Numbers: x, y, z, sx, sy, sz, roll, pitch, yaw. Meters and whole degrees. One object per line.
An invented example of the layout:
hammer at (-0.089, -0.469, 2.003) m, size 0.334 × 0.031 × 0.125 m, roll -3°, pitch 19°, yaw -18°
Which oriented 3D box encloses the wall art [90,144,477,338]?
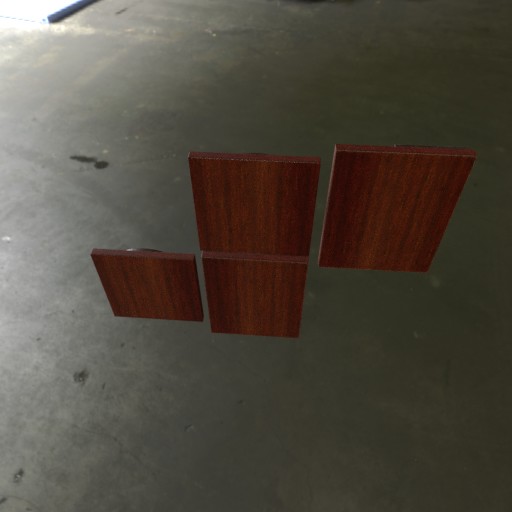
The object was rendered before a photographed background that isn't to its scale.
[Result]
wall art at (0.000, 0.000, 0.838) m, size 0.635 × 0.497 × 0.030 m, roll 3°, pitch 47°, yaw 3°
